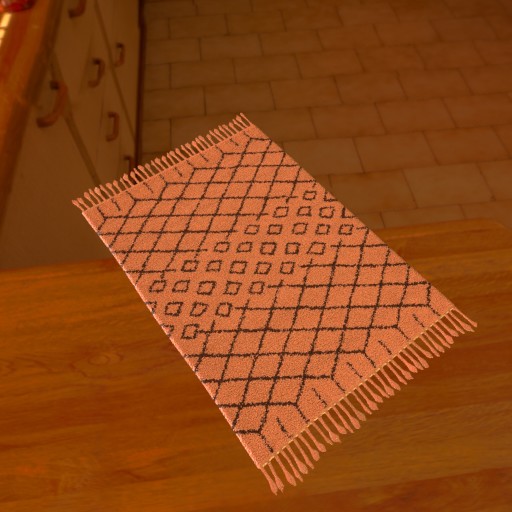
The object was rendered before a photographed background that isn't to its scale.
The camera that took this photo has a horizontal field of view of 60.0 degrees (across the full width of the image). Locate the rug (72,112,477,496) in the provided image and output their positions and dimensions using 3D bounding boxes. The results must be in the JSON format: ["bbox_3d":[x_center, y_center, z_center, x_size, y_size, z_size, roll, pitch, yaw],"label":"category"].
[{"bbox_3d":[0.000,0.000,3.158,1.664,0.029,2.615,-32,63,-19],"label":"rug"}]
